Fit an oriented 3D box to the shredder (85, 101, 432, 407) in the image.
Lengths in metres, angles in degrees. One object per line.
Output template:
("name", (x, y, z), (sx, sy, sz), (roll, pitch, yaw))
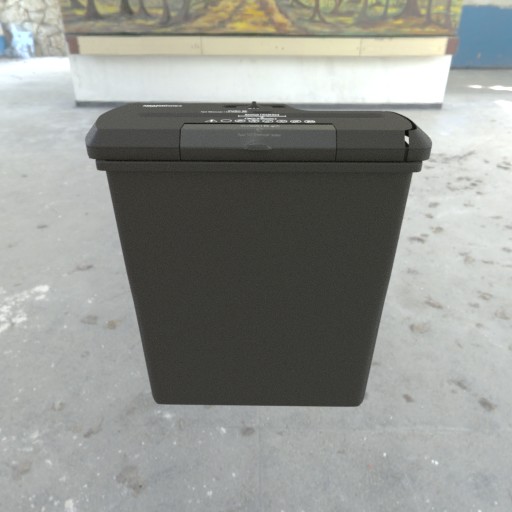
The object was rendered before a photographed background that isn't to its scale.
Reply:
("shredder", (0.000, 0.000, 0.518), (0.320, 0.335, 0.170), (0, 30, 1))
